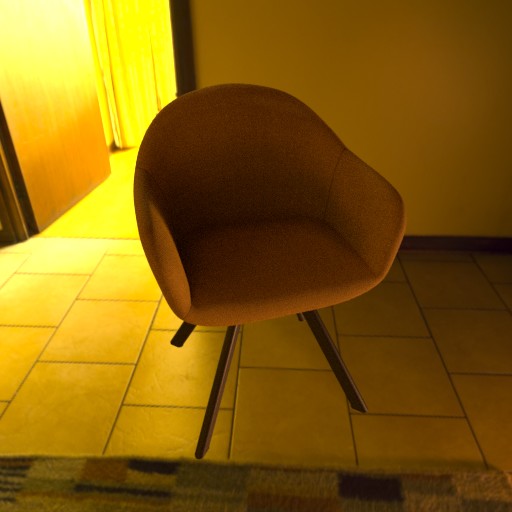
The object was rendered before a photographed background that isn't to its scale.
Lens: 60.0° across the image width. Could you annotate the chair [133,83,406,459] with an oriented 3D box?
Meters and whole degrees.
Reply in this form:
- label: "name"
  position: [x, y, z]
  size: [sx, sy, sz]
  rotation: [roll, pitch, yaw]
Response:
- label: "chair"
  position: [0.000, 0.000, 1.192]
  size: [0.590, 0.795, 0.550]
  rotation: [-10, 33, -15]
